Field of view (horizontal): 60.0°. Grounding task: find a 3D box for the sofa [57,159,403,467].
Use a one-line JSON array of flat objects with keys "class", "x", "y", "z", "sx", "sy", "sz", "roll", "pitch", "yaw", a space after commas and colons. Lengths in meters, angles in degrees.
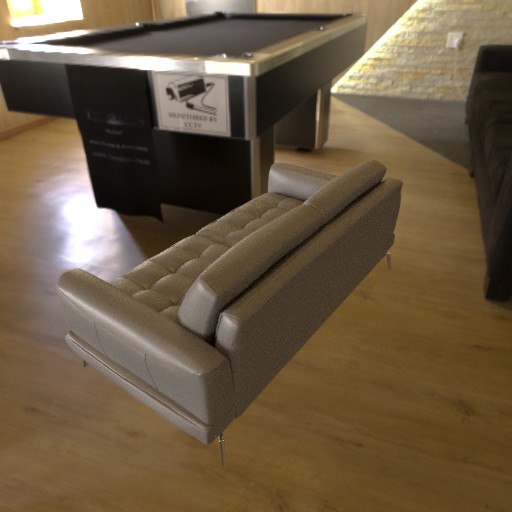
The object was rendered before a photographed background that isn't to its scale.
[{"class": "sofa", "x": 0.000, "y": 0.000, "z": 2.790, "sx": 1.121, "sy": 0.930, "sz": 2.177, "roll": 22, "pitch": 38, "yaw": 30}]
